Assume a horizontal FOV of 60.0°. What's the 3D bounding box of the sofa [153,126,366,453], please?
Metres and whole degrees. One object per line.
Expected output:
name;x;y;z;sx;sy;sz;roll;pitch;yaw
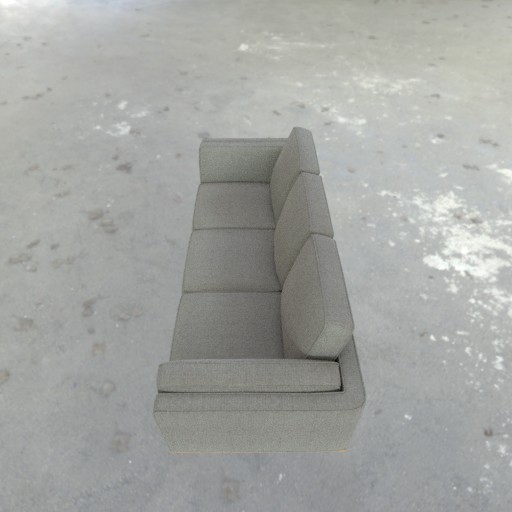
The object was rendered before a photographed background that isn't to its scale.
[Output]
sofa;0.000;0.000;2.788;0.903;0.899;2.362;0;41;0
